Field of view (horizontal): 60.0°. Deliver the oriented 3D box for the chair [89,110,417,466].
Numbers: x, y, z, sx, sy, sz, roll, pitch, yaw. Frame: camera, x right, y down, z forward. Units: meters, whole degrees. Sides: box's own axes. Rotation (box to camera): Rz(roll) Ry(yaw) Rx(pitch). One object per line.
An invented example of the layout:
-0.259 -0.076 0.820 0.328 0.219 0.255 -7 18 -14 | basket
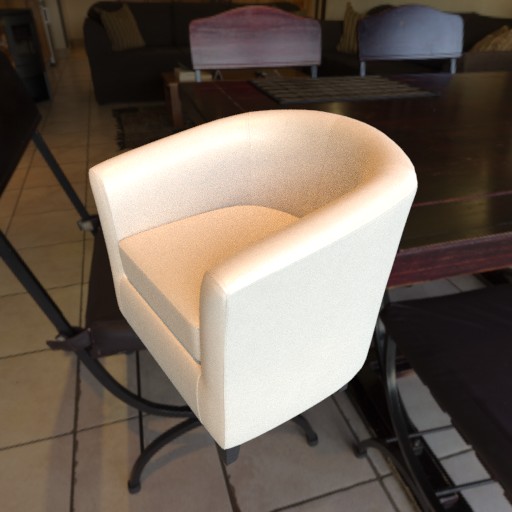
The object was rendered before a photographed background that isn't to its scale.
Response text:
0.000 0.000 1.378 0.727 0.756 0.792 -21 37 -30 | chair
